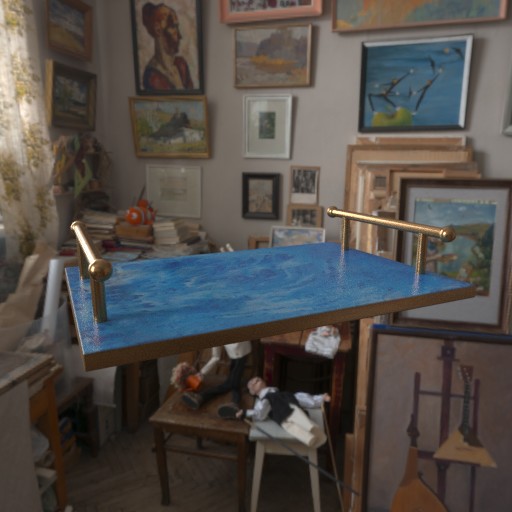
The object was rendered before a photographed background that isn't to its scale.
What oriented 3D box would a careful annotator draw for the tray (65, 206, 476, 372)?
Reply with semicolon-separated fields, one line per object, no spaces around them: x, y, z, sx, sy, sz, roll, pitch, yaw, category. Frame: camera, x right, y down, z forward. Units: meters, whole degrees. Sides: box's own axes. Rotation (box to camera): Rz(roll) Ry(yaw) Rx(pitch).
0.000;0.000;0.568;0.444;0.084;0.304;-6;14;-25;tray
